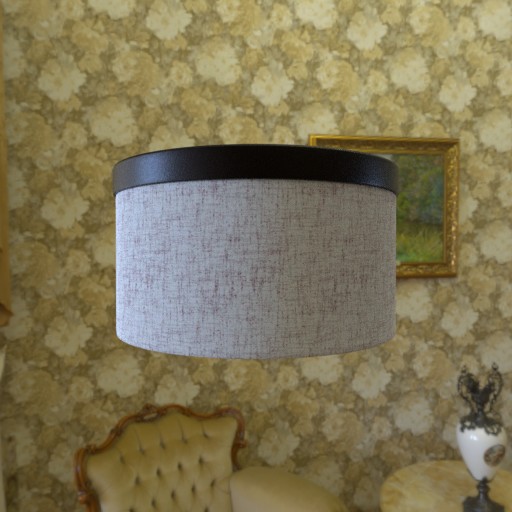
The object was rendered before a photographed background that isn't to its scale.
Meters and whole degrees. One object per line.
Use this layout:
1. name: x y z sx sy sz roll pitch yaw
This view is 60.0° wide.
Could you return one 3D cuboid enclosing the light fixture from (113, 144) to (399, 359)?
1. light fixture: 0.000 0.000 0.634 0.389 0.229 0.389 0 1 0
